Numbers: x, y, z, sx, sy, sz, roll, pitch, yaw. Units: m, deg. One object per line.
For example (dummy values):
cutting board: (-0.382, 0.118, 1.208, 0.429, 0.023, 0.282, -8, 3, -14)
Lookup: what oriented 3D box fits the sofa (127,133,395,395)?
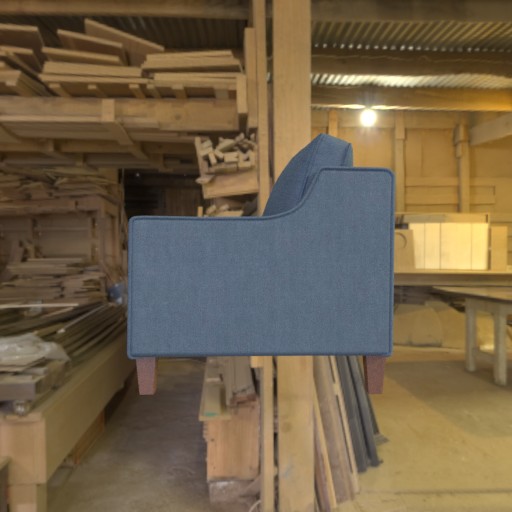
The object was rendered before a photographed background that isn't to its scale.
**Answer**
sofa: (0.000, 0.000, 2.807, 1.066, 1.071, 2.178, 0, 1, -1)
